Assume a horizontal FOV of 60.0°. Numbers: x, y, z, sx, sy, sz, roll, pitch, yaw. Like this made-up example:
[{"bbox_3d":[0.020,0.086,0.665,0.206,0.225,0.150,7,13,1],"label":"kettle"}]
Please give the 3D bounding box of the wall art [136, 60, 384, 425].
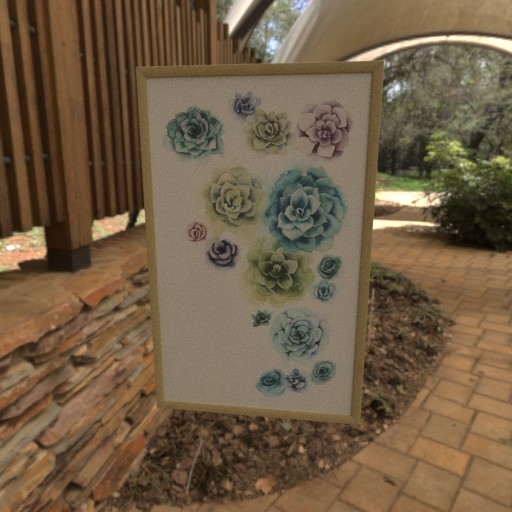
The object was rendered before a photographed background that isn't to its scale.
[{"bbox_3d":[0.000,0.000,1.012,0.510,0.810,0.039,2,14,8],"label":"wall art"}]
